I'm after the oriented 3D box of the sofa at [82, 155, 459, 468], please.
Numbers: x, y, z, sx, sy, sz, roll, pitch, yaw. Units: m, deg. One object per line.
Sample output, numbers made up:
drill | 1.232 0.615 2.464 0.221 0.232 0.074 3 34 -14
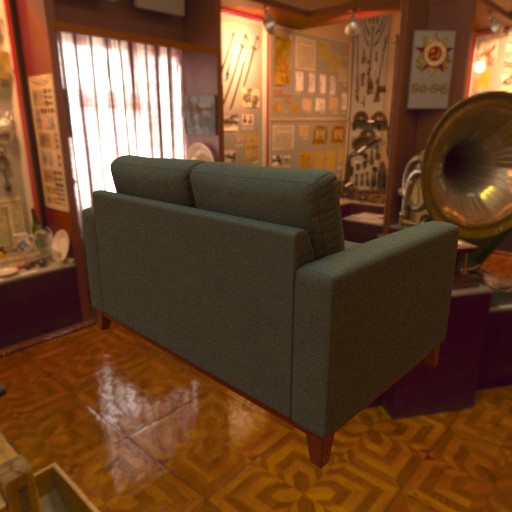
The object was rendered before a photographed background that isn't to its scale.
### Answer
sofa | 0.000 0.000 2.055 1.489 0.903 0.955 15 22 42
